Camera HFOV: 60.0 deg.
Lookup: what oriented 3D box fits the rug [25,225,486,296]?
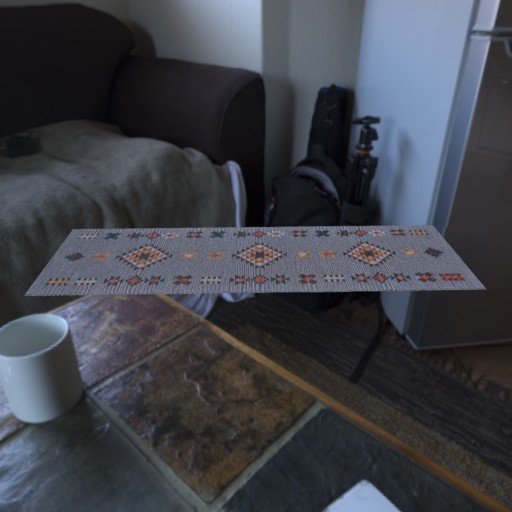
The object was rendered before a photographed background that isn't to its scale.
[{"bbox_3d":[0.000,0.000,2.665,2.432,0.008,0.766,-1,30,-1],"label":"rug"}]
